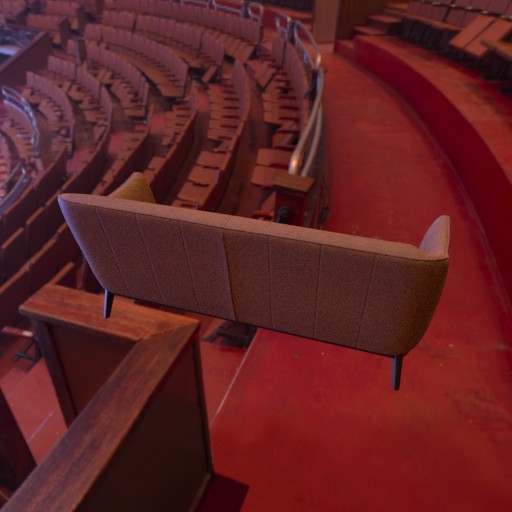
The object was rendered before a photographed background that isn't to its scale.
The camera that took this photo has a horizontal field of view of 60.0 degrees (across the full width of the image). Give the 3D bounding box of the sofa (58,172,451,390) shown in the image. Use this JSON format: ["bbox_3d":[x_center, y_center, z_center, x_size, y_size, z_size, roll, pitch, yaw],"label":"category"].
[{"bbox_3d":[0.000,0.000,2.407,1.928,0.830,0.869,10,34,16],"label":"sofa"}]
